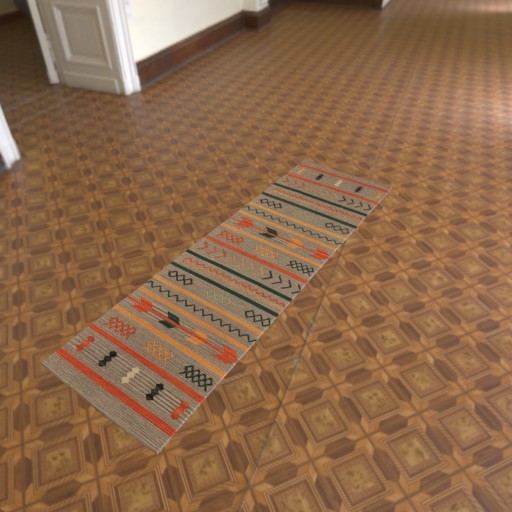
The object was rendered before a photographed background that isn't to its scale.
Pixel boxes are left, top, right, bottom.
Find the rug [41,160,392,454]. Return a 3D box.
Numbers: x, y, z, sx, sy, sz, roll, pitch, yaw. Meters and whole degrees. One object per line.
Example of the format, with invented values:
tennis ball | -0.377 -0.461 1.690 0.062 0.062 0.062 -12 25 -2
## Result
rug | 0.000 0.000 2.632 0.744 0.022 2.419 24 45 26
